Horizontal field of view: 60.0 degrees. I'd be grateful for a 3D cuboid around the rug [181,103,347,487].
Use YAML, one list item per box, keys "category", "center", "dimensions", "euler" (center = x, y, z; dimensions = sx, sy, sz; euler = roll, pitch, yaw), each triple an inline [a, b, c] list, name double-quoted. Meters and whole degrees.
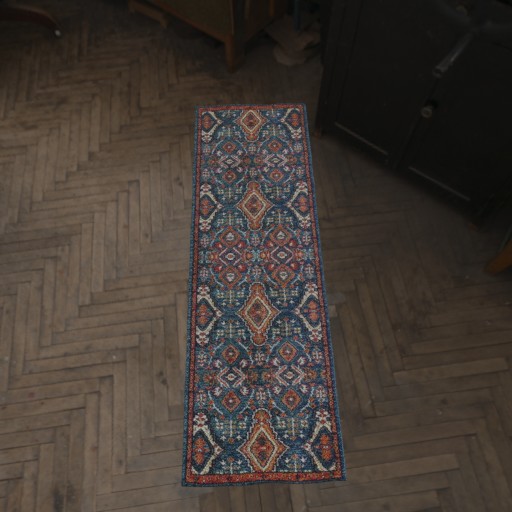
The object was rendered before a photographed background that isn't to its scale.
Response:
- category: "rug"
  center: [0.000, 0.000, 2.674]
  dimensions: [0.801, 0.010, 2.459]
  euler: [-2, 64, -1]
